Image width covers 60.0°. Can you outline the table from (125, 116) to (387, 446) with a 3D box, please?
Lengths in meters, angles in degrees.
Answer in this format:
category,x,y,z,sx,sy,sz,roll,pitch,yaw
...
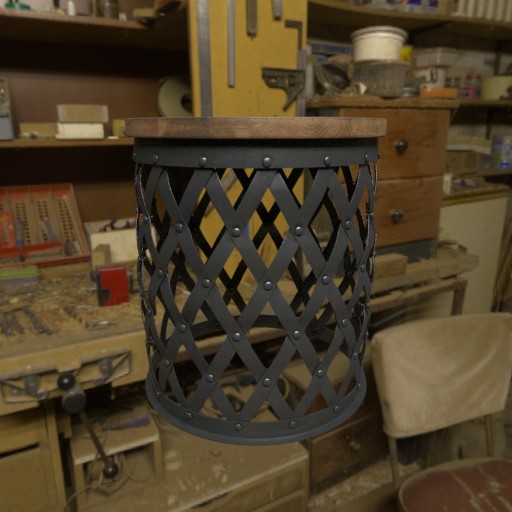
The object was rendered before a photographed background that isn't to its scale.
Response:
category,x,y,z,sx,sy,sz,roll,pitch,yaw
table,0.000,0.000,0.773,0.405,0.454,0.405,0,16,0
